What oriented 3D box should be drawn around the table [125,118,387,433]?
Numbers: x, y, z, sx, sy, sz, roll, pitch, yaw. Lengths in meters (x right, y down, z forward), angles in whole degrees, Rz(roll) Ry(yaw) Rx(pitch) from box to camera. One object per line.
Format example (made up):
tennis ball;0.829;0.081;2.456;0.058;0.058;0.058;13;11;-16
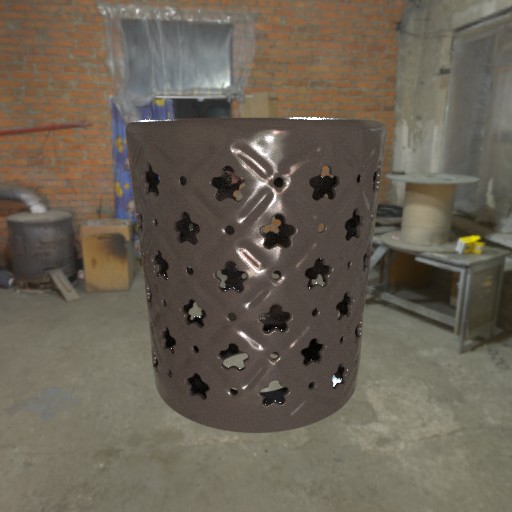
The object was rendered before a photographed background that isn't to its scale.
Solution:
table;0.000;0.000;0.663;0.352;0.387;0.352;0;15;0
